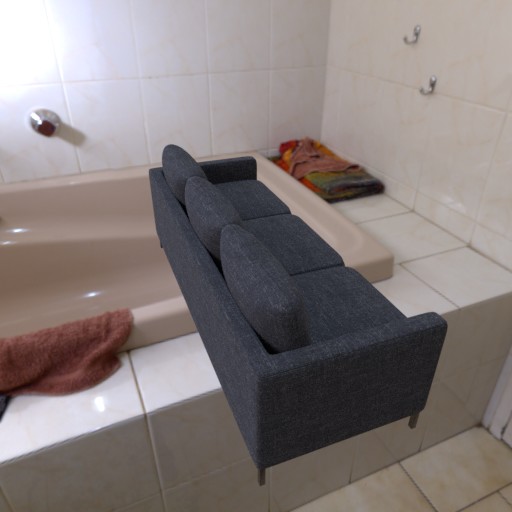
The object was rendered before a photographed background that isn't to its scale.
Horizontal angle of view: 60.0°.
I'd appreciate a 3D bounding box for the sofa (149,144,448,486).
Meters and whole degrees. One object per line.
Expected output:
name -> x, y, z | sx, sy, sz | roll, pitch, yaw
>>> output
sofa -> 0.000, 0.000, 2.642 | 0.859, 0.874, 2.218 | -11, 33, -18
